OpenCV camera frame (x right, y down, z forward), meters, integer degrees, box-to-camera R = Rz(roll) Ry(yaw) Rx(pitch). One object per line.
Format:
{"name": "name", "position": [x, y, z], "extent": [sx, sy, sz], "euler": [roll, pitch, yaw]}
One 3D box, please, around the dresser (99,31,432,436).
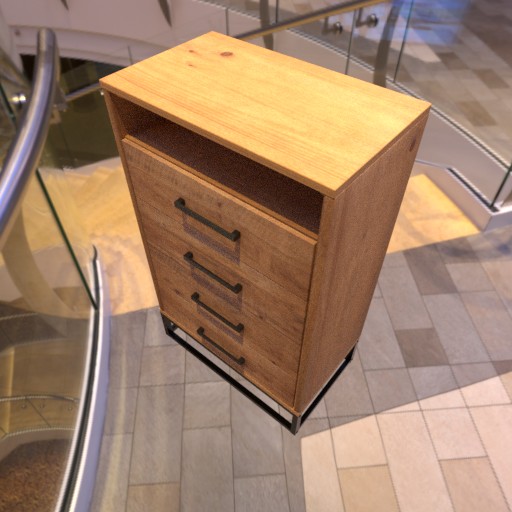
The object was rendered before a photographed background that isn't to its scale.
{"name": "dresser", "position": [0.000, 0.000, 1.603], "extent": [0.761, 1.240, 0.479], "euler": [31, 54, 26]}
